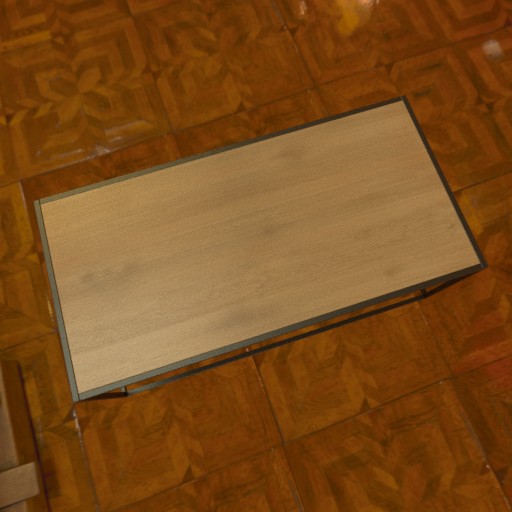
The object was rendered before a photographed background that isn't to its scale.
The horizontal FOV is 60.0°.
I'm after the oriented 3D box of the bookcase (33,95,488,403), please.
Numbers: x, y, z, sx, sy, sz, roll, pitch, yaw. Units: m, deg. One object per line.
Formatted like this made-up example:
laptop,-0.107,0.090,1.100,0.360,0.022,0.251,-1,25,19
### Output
bookcase,0.000,0.000,1.265,1.000,0.400,0.500,-17,75,-5
